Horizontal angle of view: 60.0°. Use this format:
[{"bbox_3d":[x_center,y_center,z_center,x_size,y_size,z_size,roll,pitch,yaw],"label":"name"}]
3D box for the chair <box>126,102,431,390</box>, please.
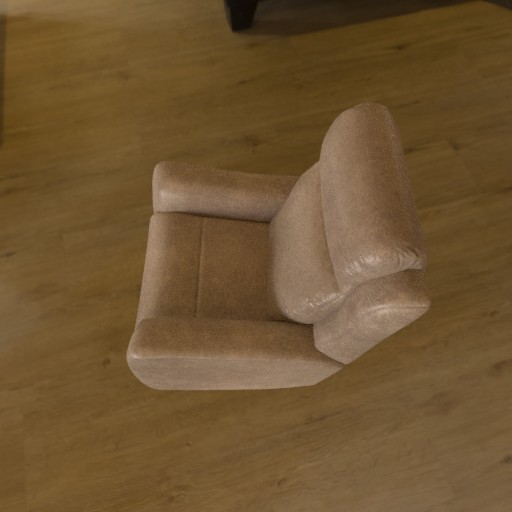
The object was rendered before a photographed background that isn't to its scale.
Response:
[{"bbox_3d":[0.000,0.000,1.911,1.068,1.116,0.965,0,60,0],"label":"chair"}]
